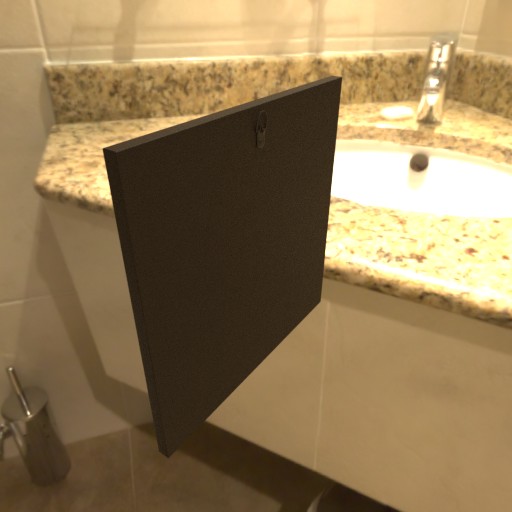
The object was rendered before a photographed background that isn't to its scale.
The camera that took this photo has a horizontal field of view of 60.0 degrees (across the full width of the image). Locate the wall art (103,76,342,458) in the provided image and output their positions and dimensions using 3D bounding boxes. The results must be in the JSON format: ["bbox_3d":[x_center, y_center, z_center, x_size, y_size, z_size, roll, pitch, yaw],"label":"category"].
[{"bbox_3d":[0.000,0.000,1.206,0.043,0.807,0.805,21,37,30],"label":"wall art"}]
